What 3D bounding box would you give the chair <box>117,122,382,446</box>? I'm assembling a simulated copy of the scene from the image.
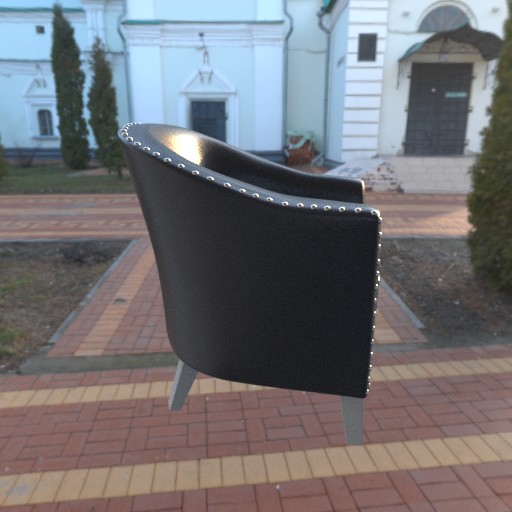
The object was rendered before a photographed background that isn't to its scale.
[{"bbox_3d":[0.000,0.000,1.428,0.748,0.823,0.794,3,15,10],"label":"chair"}]
